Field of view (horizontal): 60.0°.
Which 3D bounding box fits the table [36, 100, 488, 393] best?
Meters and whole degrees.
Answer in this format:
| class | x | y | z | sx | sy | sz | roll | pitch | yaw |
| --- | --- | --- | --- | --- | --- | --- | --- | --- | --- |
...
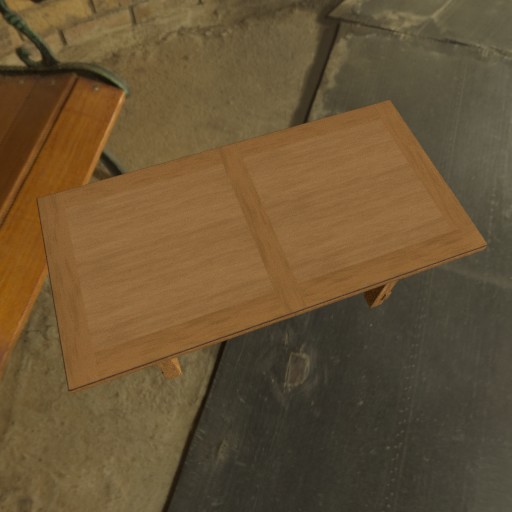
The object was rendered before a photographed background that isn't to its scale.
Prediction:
| class | x | y | z | sx | sy | sz | roll | pitch | yaw |
| --- | --- | --- | --- | --- | --- | --- | --- | --- | --- |
| table | 0.000 | 0.000 | 2.498 | 1.982 | 0.762 | 1.000 | -18 | 65 | -9 |
